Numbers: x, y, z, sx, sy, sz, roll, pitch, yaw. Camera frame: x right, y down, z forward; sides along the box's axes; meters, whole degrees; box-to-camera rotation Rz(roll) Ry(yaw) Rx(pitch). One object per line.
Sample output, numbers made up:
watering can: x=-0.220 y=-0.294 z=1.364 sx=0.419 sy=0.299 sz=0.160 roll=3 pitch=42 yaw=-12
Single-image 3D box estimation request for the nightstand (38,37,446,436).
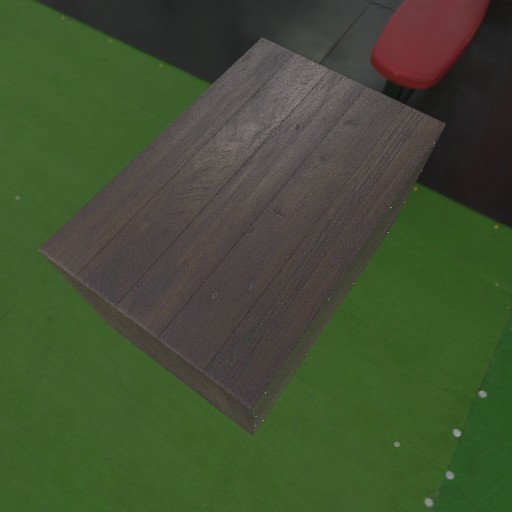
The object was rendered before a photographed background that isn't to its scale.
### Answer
nightstand: x=0.000 y=0.000 z=1.065 sx=0.450 sy=0.599 sz=0.650 roll=32 pitch=67 yaw=15
